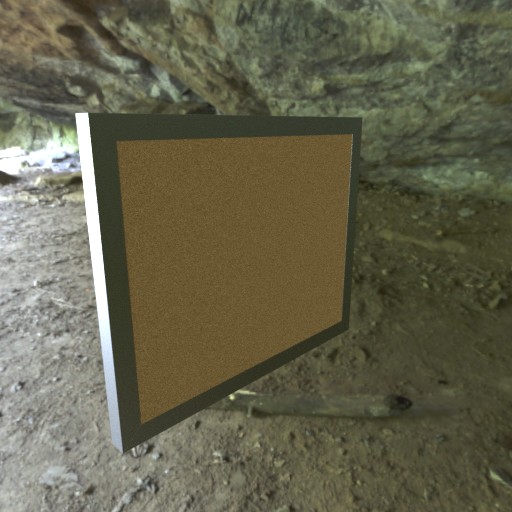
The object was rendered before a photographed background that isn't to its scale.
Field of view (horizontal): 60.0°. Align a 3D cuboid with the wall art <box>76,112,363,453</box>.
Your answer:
[{"bbox_3d":[0.000,0.000,0.756,0.557,0.456,0.032,-16,23,-42],"label":"wall art"}]
